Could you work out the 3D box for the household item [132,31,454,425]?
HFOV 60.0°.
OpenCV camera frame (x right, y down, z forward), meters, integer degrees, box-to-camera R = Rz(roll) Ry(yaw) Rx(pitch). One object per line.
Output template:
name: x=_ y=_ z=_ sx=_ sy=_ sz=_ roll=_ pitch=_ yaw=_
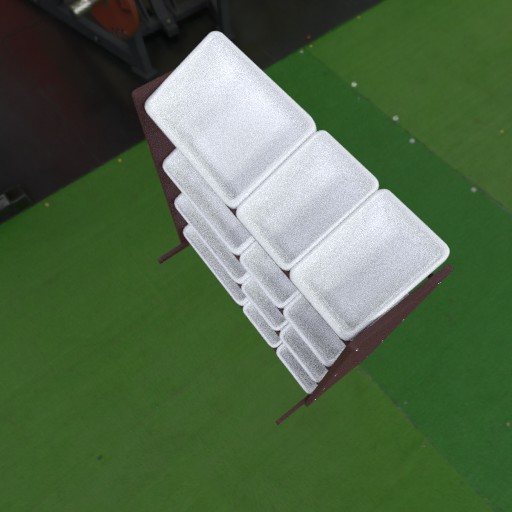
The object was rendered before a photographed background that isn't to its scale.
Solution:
household item: x=0.000 y=0.000 z=1.269 sx=0.389 sy=0.864 sz=0.787 roll=-34 pitch=69 yaw=-15
